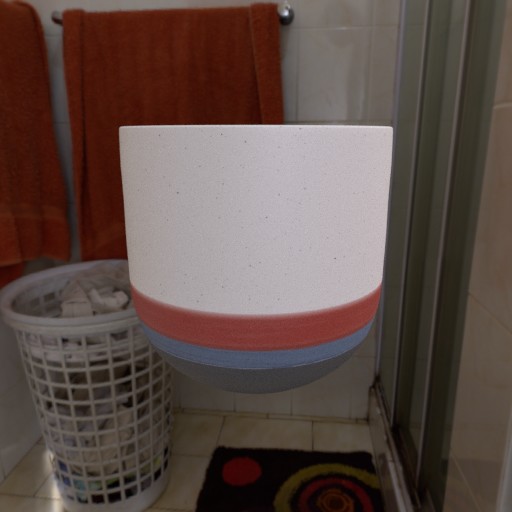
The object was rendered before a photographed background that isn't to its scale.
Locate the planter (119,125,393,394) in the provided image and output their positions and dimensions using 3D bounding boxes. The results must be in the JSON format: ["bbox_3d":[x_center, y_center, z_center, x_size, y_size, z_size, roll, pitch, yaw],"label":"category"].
[{"bbox_3d":[0.000,0.000,0.484,0.268,0.270,0.268,0,15,0],"label":"planter"}]
